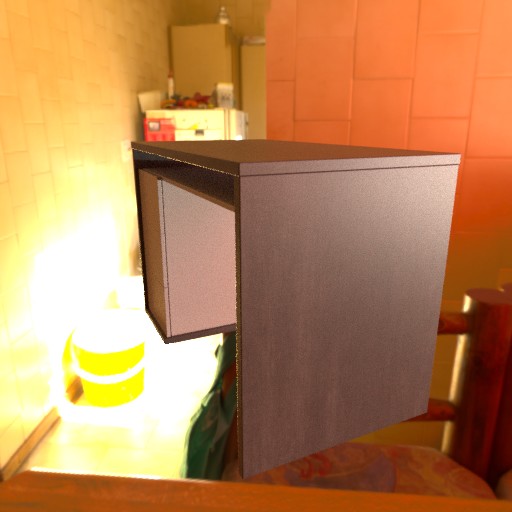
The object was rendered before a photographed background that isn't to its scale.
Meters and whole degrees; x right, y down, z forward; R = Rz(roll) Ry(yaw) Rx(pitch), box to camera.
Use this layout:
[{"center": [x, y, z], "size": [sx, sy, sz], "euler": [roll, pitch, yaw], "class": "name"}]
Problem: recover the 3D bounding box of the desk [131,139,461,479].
[{"center": [0.000, 0.000, 1.554], "size": [0.600, 0.750, 1.100], "euler": [-8, 18, -24], "class": "desk"}]
